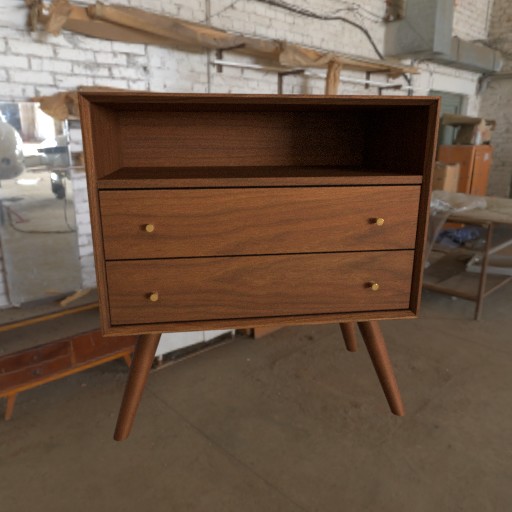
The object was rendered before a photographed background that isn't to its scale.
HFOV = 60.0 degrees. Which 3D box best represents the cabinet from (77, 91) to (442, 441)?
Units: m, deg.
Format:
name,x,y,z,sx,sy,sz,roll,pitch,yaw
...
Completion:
name,x,y,z,sx,sy,sz,roll,pitch,yaw
cabinet,0.000,0.000,1.130,0.712,0.748,0.388,-2,16,-8
